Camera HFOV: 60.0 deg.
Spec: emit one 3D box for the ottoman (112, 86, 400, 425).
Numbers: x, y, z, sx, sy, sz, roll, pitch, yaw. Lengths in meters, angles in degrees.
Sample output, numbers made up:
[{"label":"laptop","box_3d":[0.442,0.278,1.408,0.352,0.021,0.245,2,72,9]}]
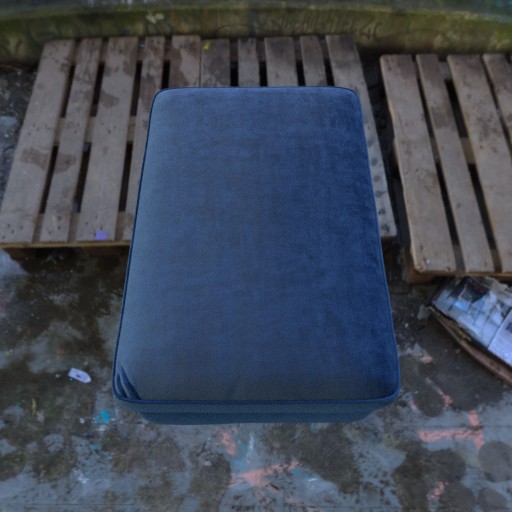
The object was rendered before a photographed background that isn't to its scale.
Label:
[{"label":"ottoman","box_3d":[0.000,0.000,1.220,0.583,0.484,0.862,0,63,0]}]
